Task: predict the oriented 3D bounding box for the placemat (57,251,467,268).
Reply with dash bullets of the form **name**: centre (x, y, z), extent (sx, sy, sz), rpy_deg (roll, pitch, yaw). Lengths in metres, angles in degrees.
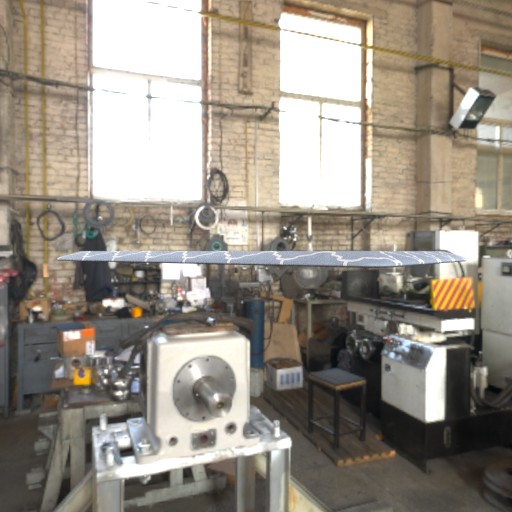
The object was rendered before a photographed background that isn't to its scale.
- **placemat**: centre (0.000, 0.000, 0.964), extent (0.762, 0.021, 0.508), rpy_deg (0, 1, 36)
